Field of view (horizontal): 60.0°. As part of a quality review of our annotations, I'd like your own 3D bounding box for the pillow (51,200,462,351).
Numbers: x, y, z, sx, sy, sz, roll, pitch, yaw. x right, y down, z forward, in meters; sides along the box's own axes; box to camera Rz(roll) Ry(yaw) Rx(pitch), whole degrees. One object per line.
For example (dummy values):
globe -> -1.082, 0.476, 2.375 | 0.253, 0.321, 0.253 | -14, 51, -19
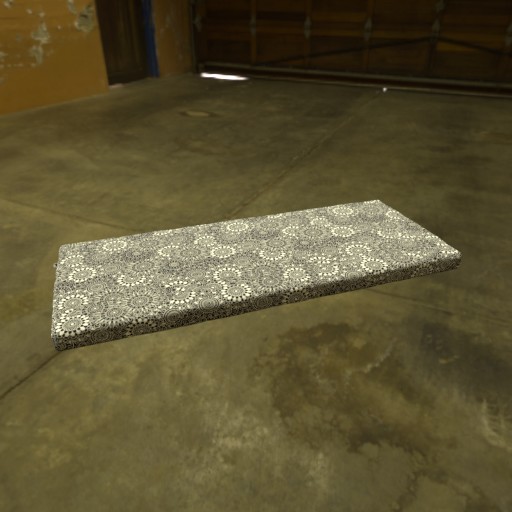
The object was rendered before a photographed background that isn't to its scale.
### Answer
pillow -> 0.000, 0.000, 1.367 | 1.187, 0.081, 0.492 | -10, 31, -17
